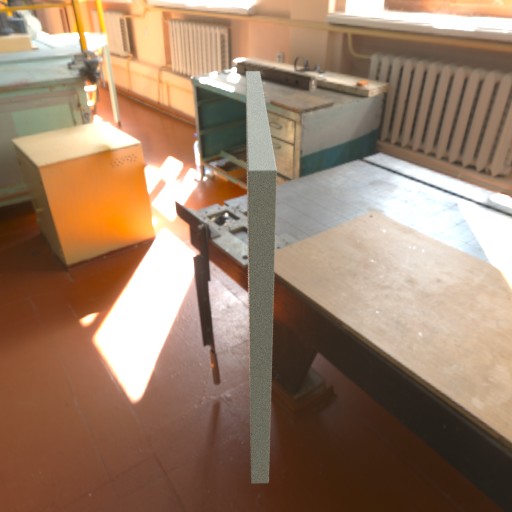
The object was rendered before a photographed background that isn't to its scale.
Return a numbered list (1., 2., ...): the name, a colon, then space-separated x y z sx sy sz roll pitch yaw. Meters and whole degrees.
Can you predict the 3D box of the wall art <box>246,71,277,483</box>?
1. wall art: 0.000 0.000 1.142 0.040 0.762 0.762 -1 32 -1
